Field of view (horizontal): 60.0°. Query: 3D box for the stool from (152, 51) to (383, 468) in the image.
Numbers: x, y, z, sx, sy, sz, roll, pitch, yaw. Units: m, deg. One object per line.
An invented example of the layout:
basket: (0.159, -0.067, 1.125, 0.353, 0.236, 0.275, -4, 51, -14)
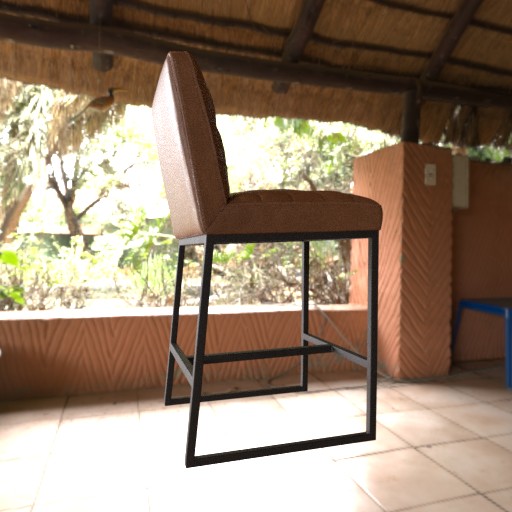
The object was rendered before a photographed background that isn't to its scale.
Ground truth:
stool: (0.000, 0.000, 1.259, 0.556, 0.940, 0.458, 0, 1, -18)
